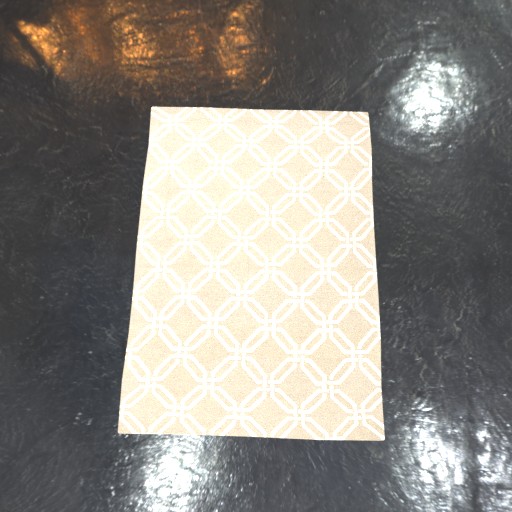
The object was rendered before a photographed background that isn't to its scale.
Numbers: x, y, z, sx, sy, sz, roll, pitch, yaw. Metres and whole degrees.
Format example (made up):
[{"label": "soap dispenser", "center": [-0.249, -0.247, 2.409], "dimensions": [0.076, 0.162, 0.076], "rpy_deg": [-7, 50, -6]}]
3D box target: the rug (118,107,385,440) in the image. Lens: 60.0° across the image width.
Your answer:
[{"label": "rug", "center": [0.000, 0.000, 2.792], "dimensions": [1.524, 0.013, 2.135], "rpy_deg": [1, 74, 0]}]
